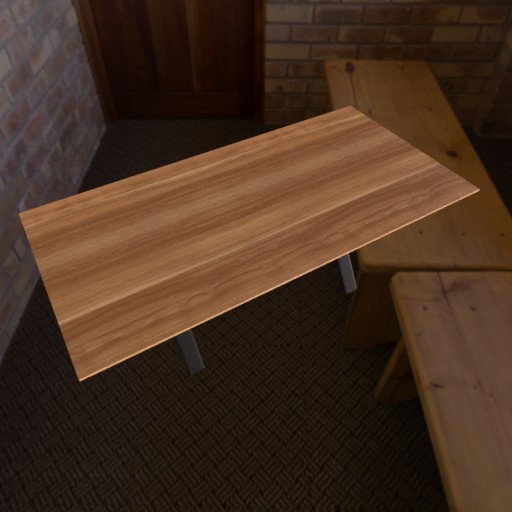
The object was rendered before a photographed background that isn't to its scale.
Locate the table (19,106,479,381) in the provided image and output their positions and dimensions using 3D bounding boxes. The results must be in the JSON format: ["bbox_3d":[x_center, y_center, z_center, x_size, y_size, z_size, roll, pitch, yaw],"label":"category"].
[{"bbox_3d":[0.000,0.000,2.421,2.000,0.770,1.000,-24,51,-21],"label":"table"}]
